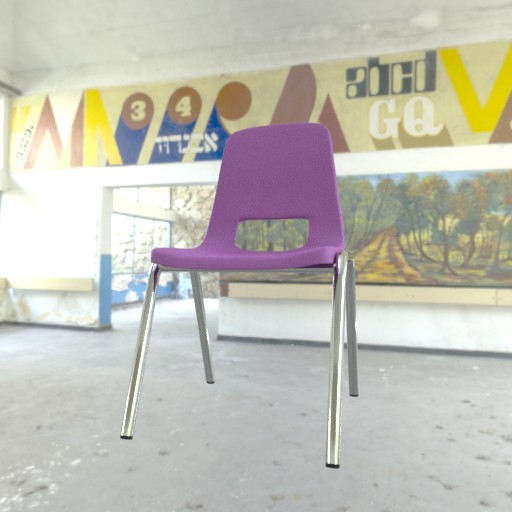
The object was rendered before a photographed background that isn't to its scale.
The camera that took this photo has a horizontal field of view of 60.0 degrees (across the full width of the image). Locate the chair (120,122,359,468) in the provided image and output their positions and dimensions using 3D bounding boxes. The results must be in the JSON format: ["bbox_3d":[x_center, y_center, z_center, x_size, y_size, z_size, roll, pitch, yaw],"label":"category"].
[{"bbox_3d":[0.000,0.000,0.690,0.291,0.493,0.301,0,-1,17],"label":"chair"}]
